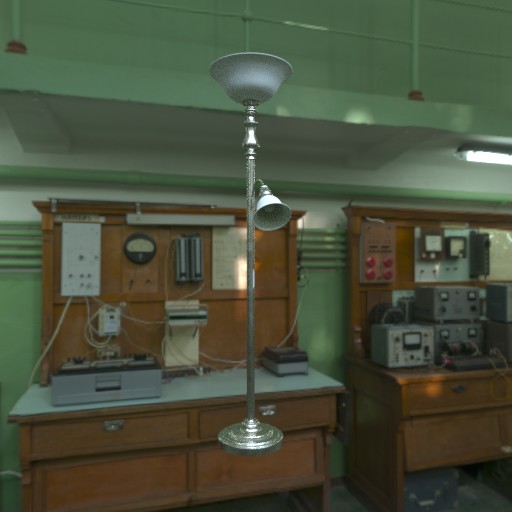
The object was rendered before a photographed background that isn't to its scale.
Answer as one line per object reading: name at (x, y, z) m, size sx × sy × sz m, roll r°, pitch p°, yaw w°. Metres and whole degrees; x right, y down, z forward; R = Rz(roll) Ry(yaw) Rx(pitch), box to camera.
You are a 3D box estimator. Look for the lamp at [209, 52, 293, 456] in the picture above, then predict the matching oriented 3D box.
lamp at (0.000, 0.000, 2.059) m, size 0.405 × 1.785 × 0.575 m, roll 0°, pitch -1°, yaw -18°
